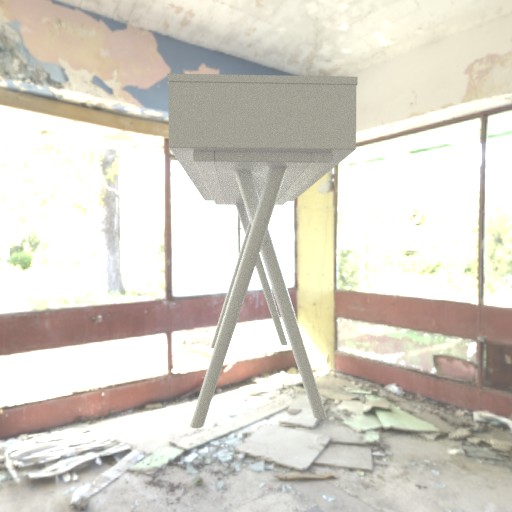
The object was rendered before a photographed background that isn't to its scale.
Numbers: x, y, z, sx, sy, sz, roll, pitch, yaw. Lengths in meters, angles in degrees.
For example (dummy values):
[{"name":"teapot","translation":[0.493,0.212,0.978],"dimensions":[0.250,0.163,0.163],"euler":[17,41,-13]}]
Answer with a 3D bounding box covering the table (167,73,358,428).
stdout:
[{"name":"table","translation":[0.000,0.000,1.474],"dimensions":[0.418,0.785,1.066],"euler":[0,1,-3]}]
